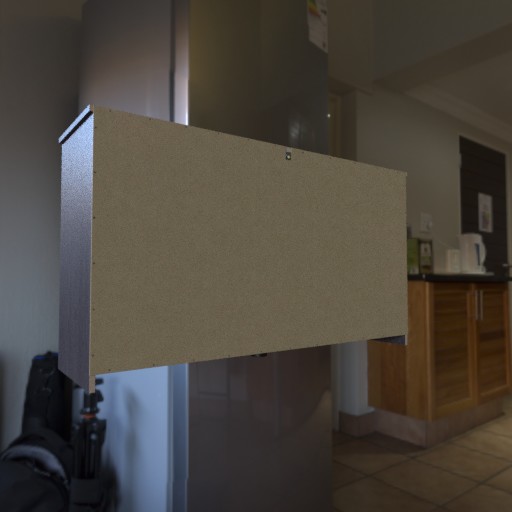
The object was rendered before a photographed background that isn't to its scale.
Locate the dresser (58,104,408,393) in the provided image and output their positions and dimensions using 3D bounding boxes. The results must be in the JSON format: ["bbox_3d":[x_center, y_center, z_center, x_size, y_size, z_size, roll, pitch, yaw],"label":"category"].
[{"bbox_3d":[0.000,0.000,1.707,1.360,0.755,0.401,2,-3,-36],"label":"dresser"}]
